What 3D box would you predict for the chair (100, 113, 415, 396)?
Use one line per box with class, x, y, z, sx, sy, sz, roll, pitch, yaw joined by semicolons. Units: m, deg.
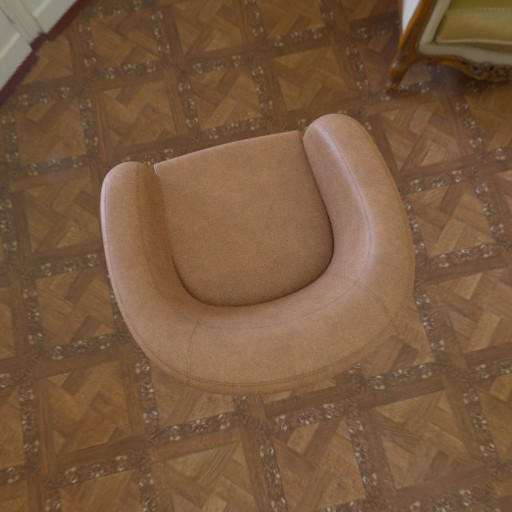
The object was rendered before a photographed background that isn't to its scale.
chair;0.000;0.000;1.429;0.791;0.771;0.815;-14;76;-4
